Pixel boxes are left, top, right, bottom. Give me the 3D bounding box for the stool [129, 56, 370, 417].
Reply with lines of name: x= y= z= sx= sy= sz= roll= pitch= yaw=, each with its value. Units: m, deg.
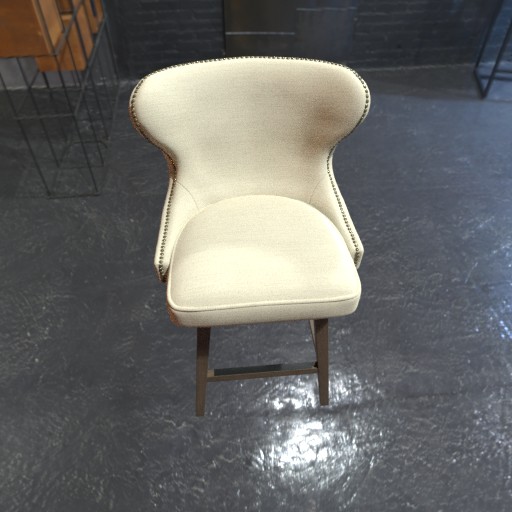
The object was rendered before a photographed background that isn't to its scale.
stool: x=0.000 y=0.000 z=1.341 sx=0.615 sy=0.972 sz=0.597 roll=-4 pitch=46 yaw=-4
